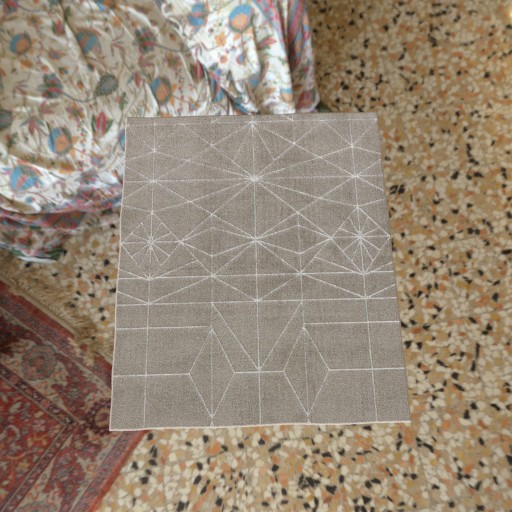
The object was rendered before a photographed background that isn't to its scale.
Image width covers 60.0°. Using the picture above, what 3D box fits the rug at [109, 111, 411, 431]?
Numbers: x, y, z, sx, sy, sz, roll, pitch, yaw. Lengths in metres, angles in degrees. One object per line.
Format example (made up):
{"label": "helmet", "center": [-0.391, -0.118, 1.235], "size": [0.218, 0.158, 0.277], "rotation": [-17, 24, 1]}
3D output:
{"label": "rug", "center": [0.000, 0.000, 0.882], "size": [0.548, 0.006, 0.639], "rotation": [-1, 75, 0]}
